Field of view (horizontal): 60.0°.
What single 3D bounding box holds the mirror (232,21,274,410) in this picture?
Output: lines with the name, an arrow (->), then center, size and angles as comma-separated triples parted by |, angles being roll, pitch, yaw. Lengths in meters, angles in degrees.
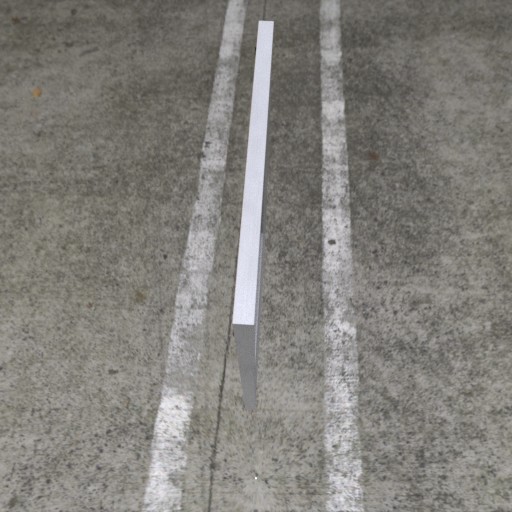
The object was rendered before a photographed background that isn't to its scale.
mirror -> 0.000, 0.000, 1.354 | 0.041, 1.016, 0.762 | 3, 63, 2
